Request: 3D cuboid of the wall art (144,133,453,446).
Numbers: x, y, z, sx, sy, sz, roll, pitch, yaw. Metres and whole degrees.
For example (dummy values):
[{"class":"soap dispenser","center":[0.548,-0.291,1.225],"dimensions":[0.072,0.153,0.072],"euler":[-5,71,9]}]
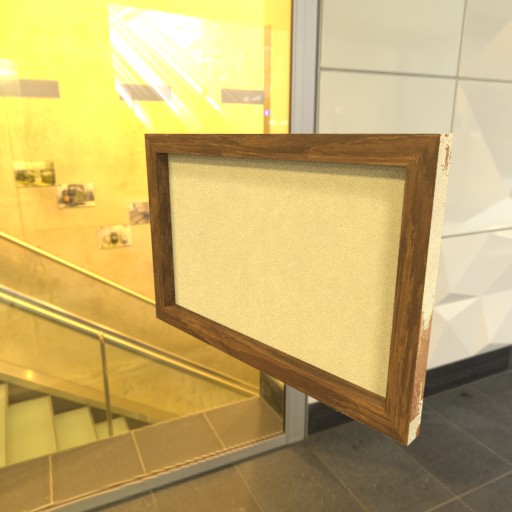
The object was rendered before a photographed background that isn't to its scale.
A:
[{"class":"wall art","center":[0.000,0.000,0.760],"dimensions":[0.035,0.405,0.609],"euler":[-15,21,-43]}]
